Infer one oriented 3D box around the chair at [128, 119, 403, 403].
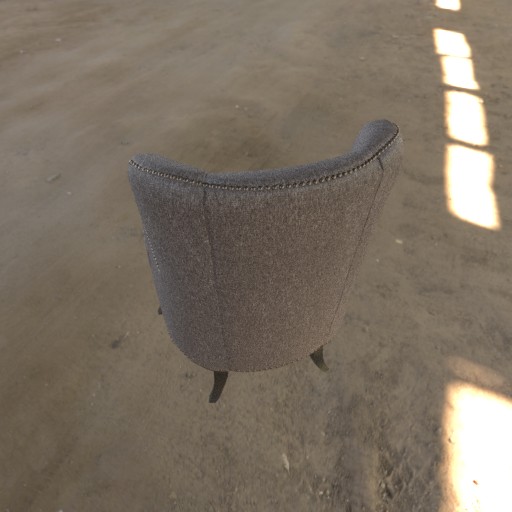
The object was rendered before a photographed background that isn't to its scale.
[{"bbox_3d":[0.000,0.000,1.595,0.759,1.060,0.758,-12,42,-13],"label":"chair"}]
